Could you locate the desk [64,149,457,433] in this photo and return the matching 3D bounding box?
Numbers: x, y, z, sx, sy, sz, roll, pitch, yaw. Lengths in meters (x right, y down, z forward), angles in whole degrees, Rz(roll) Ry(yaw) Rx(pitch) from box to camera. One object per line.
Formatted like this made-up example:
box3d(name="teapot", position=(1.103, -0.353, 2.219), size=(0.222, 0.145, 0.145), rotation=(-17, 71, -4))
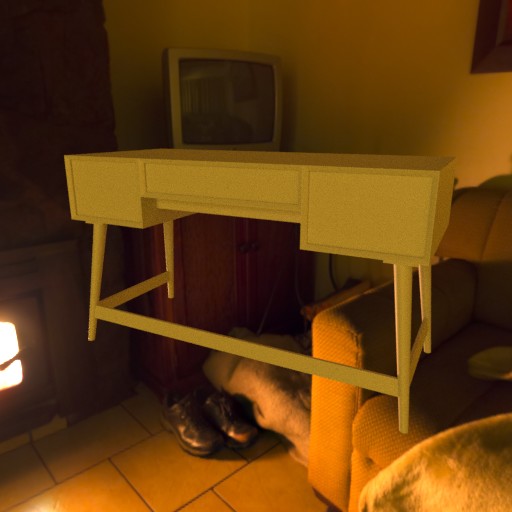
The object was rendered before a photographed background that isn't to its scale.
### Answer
box3d(name="desk", position=(0.000, 0.000, 1.728), size=(1.313, 0.762, 0.589), rotation=(8, 18, 26))
